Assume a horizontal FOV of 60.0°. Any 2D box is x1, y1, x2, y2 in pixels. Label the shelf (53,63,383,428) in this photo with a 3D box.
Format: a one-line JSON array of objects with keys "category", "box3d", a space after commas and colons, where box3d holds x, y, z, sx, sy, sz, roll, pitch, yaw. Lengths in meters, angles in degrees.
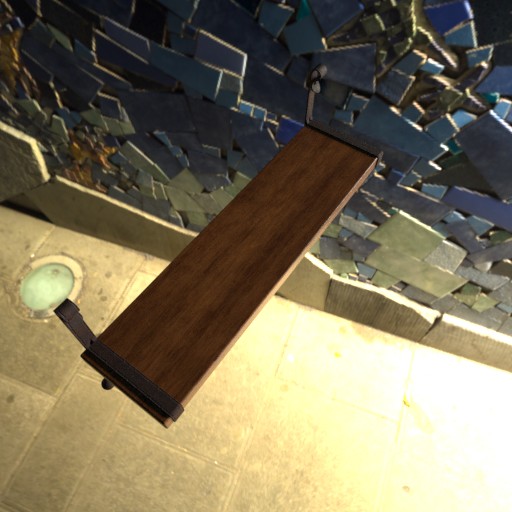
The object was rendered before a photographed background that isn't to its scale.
[{"category": "shelf", "box3d": [0.000, 0.000, 0.694, 0.146, 0.330, 0.567, 31, 62, 19]}]
